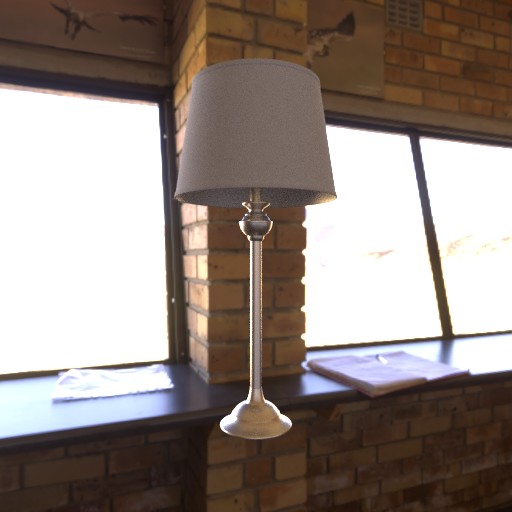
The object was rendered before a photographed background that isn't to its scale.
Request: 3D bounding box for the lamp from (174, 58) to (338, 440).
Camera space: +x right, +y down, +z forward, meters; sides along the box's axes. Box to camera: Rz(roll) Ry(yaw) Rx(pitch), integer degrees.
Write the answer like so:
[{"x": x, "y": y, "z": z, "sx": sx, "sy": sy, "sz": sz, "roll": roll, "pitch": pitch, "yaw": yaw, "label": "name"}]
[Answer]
[{"x": 0.000, "y": 0.000, "z": 0.913, "sx": 0.331, "sy": 0.698, "sz": 0.331, "roll": 0, "pitch": 0, "yaw": 0, "label": "lamp"}]
